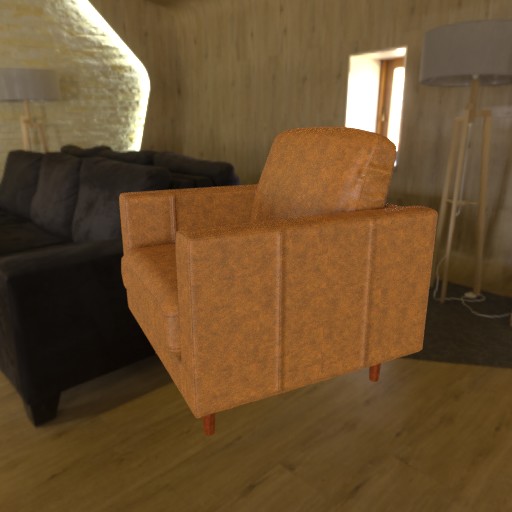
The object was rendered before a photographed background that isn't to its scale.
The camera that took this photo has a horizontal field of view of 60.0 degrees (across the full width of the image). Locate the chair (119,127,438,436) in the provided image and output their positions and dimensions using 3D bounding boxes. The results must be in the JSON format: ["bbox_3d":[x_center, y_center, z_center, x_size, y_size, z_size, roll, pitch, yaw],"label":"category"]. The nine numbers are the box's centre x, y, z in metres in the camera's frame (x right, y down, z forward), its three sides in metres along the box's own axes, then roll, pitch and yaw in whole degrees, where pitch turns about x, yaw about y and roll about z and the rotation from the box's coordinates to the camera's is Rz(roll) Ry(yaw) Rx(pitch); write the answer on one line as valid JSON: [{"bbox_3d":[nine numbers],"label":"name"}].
[{"bbox_3d":[0.000,0.000,1.707,0.909,0.956,0.890,-8,18,-26],"label":"chair"}]
